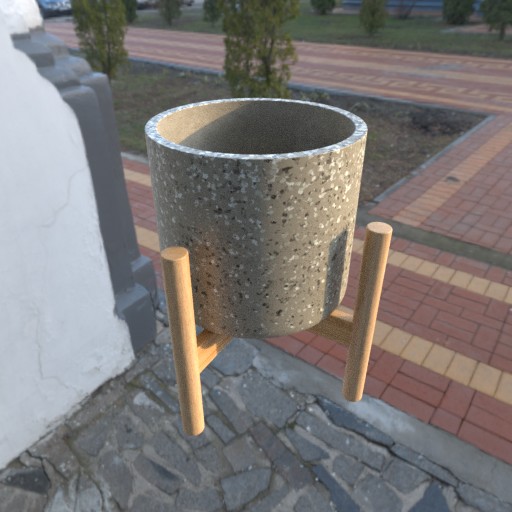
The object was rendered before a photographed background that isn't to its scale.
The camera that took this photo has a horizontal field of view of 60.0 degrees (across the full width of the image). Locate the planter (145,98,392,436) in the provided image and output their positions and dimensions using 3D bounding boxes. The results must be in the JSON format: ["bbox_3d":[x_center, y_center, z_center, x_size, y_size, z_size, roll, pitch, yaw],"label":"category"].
[{"bbox_3d":[0.000,0.000,0.535,0.284,0.320,0.284,-21,37,-30],"label":"planter"}]
